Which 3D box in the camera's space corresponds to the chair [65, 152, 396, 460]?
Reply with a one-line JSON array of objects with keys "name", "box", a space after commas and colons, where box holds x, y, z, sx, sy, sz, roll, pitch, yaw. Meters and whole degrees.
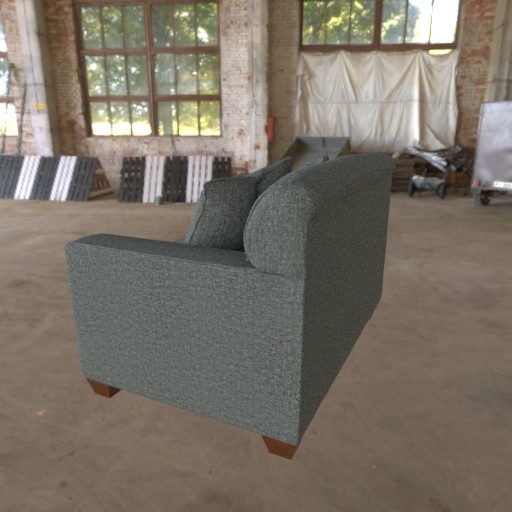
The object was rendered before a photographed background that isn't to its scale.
[{"name": "chair", "box": [0.000, 0.000, 2.077, 1.000, 0.948, 1.383, 8, 18, 25]}]
